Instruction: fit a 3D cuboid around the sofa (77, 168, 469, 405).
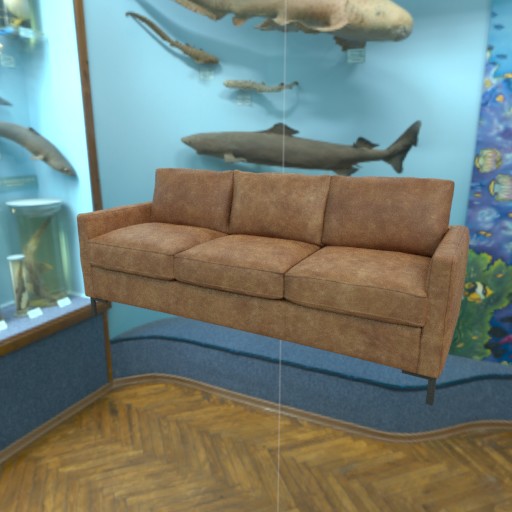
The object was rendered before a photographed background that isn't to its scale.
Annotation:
[{"bbox_3d":[0.000,0.000,2.387,2.029,0.863,0.748,8,17,27],"label":"sofa"}]
